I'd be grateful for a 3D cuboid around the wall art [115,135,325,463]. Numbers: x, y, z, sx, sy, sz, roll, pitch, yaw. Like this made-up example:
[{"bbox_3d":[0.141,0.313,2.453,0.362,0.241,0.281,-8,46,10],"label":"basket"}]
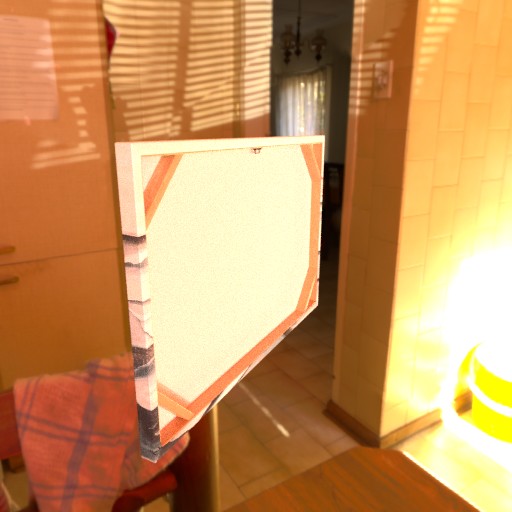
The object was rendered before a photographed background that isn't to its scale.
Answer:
[{"bbox_3d":[0.000,0.000,1.180,0.039,0.609,0.914,8,18,27],"label":"wall art"}]
